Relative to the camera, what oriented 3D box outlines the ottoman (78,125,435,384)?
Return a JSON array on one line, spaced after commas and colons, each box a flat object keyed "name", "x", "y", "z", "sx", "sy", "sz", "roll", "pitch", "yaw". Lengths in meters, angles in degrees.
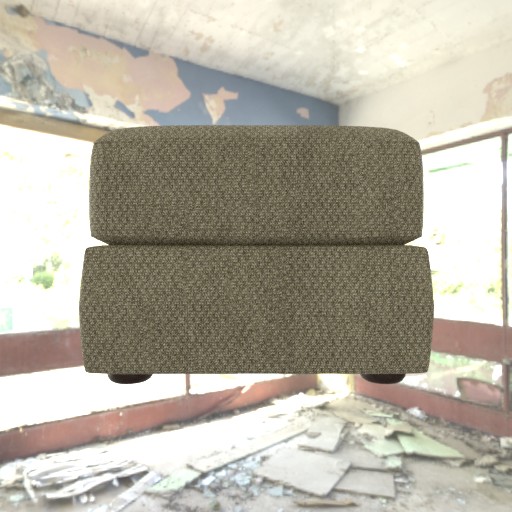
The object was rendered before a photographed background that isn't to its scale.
[{"name": "ottoman", "x": 0.000, "y": 0.000, "z": 1.103, "sx": 0.603, "sy": 0.476, "sz": 0.751, "roll": 0, "pitch": -1, "yaw": 0}]
